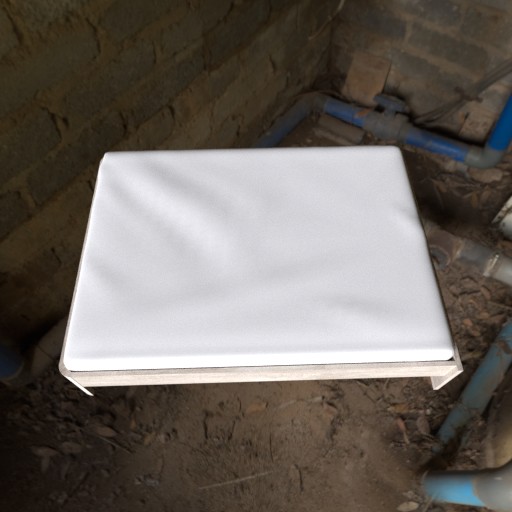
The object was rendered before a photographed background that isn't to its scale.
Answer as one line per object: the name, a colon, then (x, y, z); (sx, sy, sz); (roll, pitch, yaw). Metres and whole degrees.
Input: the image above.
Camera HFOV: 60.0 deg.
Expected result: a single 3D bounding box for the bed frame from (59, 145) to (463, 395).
bed frame: (0.000, 0.000, 2.603); (1.950, 0.462, 1.490); (-1, 59, -1)
